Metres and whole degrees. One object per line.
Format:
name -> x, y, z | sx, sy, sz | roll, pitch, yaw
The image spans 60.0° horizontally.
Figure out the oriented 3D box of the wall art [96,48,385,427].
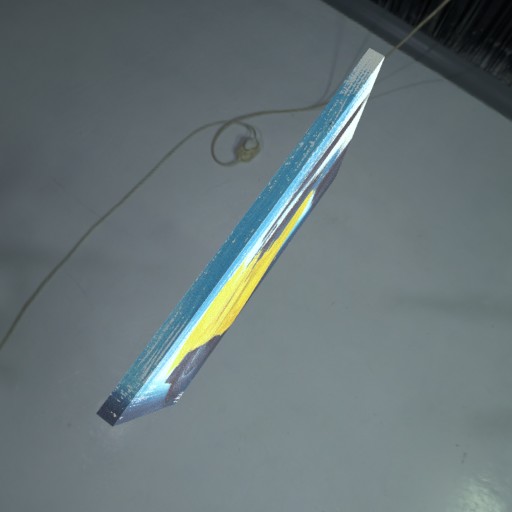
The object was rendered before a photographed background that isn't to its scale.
wall art -> 0.000, 0.000, 1.155 | 0.039, 0.610, 0.914 | 34, 78, 8
